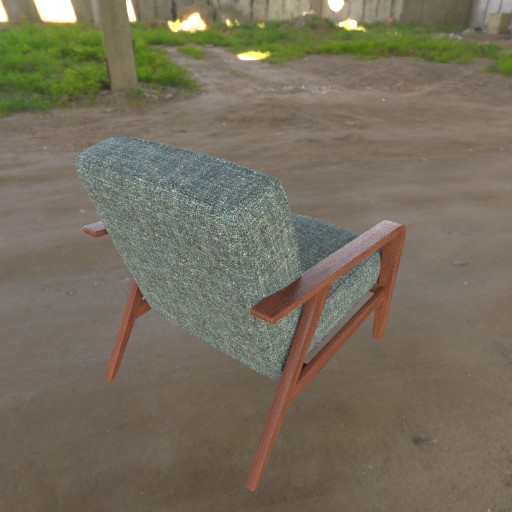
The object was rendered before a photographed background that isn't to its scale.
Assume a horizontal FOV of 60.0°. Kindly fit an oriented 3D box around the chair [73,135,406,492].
[{"bbox_3d":[0.000,0.000,1.494,0.719,0.864,0.889,22,36,33],"label":"chair"}]
